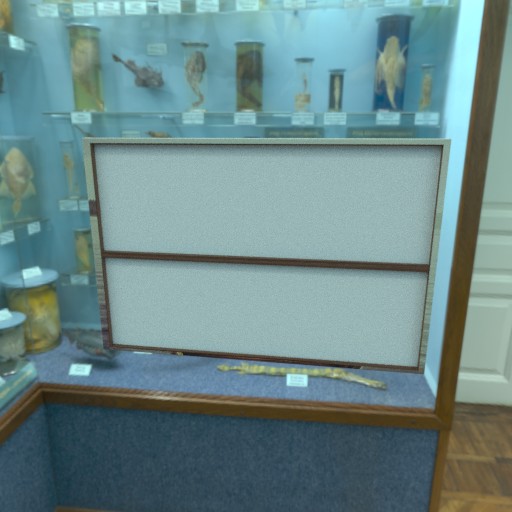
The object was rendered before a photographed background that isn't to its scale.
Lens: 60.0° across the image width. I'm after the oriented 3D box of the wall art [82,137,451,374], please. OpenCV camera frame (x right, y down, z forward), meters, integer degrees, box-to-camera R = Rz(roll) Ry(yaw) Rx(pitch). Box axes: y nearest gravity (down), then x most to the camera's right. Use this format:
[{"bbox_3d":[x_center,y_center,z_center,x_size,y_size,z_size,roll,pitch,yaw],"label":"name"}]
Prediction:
[{"bbox_3d":[0.000,0.000,1.487,1.149,0.765,0.040,2,16,9],"label":"wall art"}]
